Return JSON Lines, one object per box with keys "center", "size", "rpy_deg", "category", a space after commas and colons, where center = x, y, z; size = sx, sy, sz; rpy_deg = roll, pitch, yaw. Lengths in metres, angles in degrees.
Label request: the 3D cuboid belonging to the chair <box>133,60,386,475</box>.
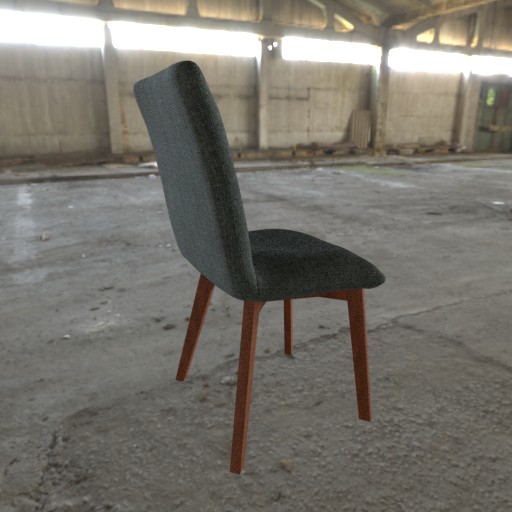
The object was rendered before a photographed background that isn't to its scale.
{"center": [0.000, 0.000, 1.282], "size": [0.563, 0.974, 0.522], "rpy_deg": [-8, 18, -26], "category": "chair"}
